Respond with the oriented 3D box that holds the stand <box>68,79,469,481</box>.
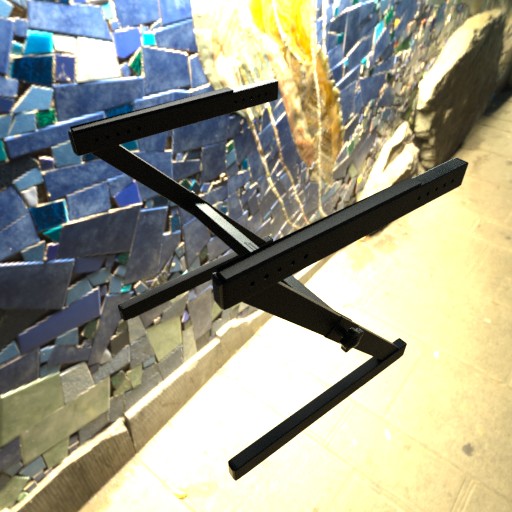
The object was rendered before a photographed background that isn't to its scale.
[{"bbox_3d":[0.000,0.000,1.122,0.586,0.617,0.700,-26,46,-27],"label":"stand"}]
